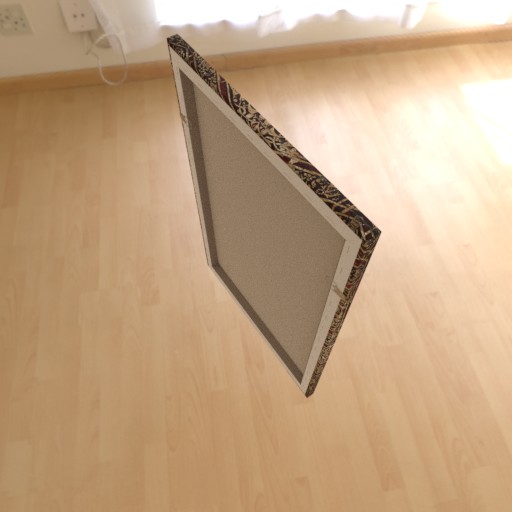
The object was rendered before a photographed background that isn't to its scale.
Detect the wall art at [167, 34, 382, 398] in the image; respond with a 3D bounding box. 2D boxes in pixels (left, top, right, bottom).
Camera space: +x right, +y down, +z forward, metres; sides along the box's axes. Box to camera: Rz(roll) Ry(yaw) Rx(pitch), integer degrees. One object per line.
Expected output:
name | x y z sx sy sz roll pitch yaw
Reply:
wall art | 0.000 0.000 0.766 0.020 0.599 0.397 -31 63 -18
